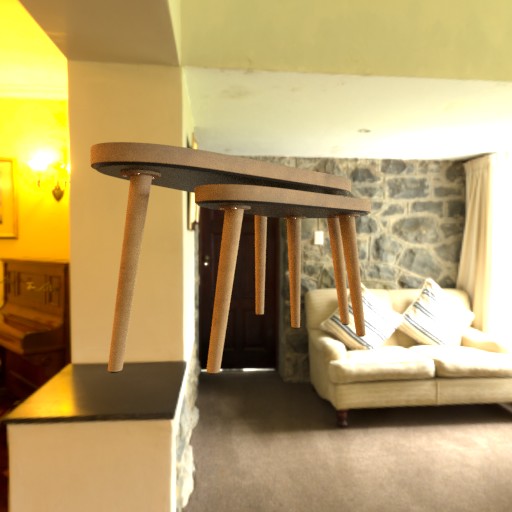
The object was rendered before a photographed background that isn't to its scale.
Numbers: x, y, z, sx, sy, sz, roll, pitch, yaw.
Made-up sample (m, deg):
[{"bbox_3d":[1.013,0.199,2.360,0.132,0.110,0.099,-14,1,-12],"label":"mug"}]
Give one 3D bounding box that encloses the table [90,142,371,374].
[{"bbox_3d":[0.000,0.000,1.577,0.701,0.595,1.190,1,2,35],"label":"table"}]
